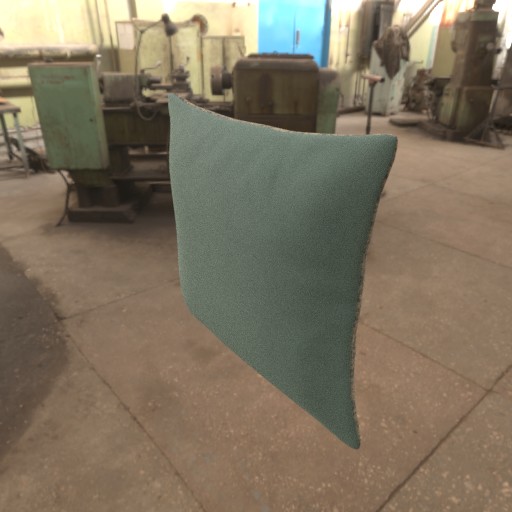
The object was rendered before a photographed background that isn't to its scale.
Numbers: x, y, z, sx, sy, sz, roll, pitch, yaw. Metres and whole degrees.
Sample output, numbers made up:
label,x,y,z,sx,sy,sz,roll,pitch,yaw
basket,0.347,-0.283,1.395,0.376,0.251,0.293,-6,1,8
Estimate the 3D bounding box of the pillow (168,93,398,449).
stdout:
label,x,y,z,sx,sy,sz,roll,pitch,yaw
pillow,0.000,0.000,0.791,0.166,0.507,0.526,-19,32,-34
